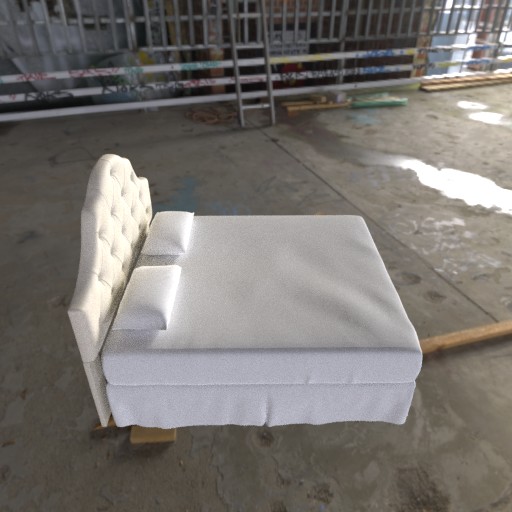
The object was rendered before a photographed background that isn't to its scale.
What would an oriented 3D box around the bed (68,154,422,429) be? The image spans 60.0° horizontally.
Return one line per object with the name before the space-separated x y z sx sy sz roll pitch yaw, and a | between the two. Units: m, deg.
bed | 0.000 0.000 3.536 2.214 1.615 2.008 0 33 0
